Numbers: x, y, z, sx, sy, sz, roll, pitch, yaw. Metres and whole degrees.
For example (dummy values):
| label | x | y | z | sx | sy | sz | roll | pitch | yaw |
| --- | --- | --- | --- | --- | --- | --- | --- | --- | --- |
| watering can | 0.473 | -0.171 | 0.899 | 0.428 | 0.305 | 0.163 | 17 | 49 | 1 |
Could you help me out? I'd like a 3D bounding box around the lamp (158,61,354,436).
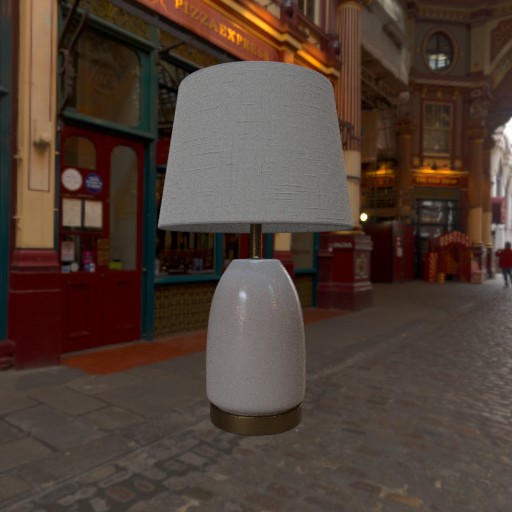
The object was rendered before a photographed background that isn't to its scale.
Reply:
| label | x | y | z | sx | sy | sz | roll | pitch | yaw |
| --- | --- | --- | --- | --- | --- | --- | --- | --- | --- |
| lamp | 0.000 | 0.000 | 0.661 | 0.285 | 0.483 | 0.285 | 0 | 1 | 0 |
